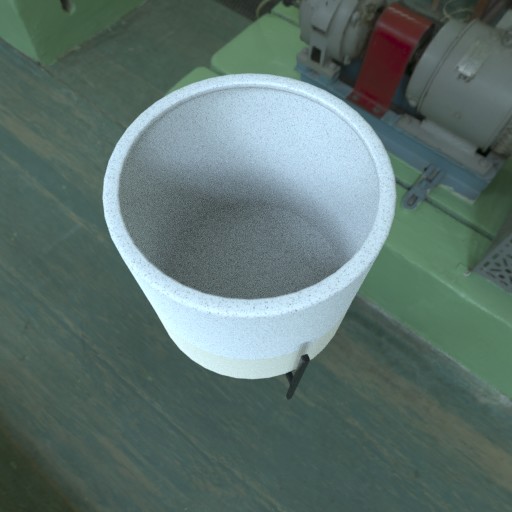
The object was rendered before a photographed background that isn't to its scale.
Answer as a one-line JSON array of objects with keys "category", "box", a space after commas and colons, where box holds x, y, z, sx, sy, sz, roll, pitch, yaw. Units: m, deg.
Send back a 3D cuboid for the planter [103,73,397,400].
[{"category": "planter", "box": [0.000, 0.000, 0.661, 0.313, 0.423, 0.335, 35, 69, 16]}]
